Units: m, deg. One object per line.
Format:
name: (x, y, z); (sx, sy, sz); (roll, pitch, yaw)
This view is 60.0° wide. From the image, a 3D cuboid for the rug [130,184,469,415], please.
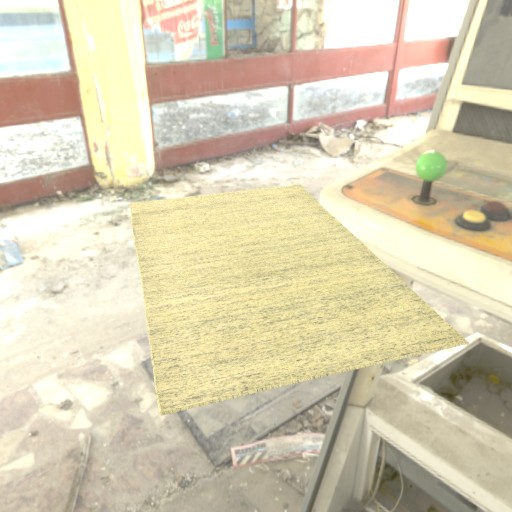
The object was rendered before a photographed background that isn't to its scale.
rug: (0.000, 0.000, 2.934); (1.523, 0.017, 2.263); (-9, 31, -15)
